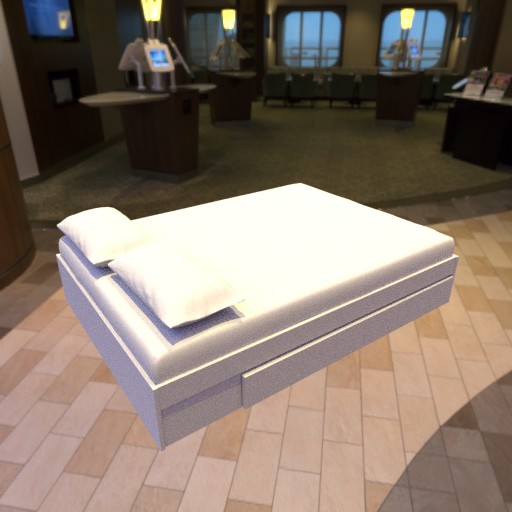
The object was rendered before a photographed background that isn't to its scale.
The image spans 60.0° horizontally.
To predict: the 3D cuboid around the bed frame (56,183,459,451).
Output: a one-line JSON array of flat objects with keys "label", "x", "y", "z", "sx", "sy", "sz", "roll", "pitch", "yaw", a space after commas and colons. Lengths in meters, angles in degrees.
[{"label": "bed frame", "x": 0.000, "y": 0.000, "z": 2.667, "sx": 1.950, "sy": 0.629, "sz": 1.450, "roll": -17, "pitch": 31, "yaw": -32}]
